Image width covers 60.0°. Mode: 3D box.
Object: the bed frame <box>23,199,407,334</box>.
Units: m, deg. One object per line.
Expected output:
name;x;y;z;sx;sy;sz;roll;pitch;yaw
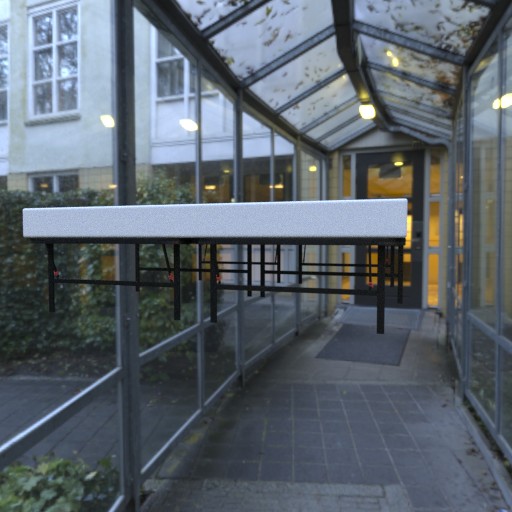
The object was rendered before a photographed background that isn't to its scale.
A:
bed frame;0.000;0.000;3.015;1.930;0.559;2.032;1;3;18
